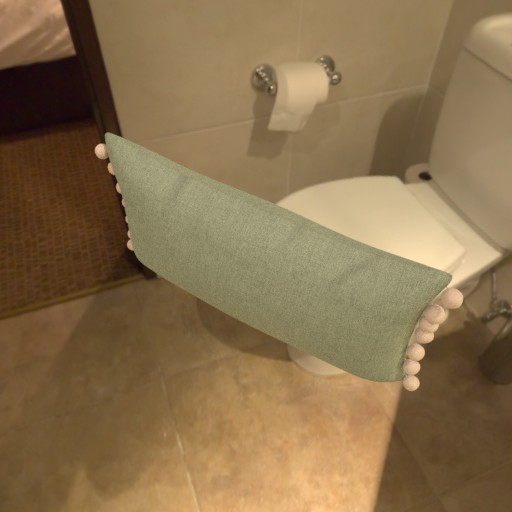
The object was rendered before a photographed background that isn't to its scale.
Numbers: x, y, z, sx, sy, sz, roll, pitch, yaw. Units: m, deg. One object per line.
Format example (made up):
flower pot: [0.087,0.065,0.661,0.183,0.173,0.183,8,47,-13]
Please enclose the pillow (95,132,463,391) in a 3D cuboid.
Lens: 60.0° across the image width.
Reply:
pillow: [0.000,0.000,0.837,0.709,0.322,0.201,24,52,21]
